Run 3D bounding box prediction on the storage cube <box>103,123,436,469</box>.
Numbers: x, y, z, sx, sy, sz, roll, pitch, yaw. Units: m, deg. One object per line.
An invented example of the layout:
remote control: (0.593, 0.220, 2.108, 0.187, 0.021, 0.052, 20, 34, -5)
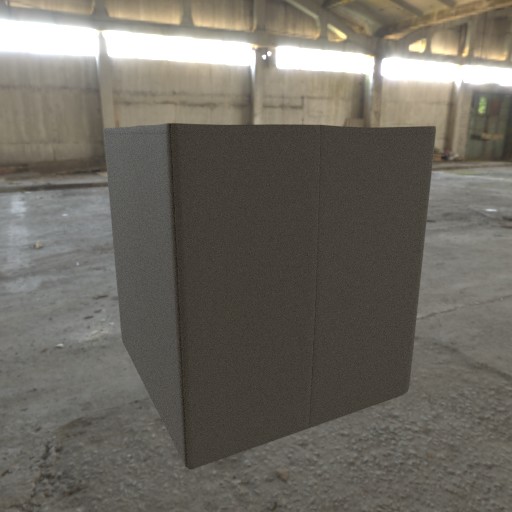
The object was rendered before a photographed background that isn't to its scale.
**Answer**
storage cube: (0.000, 0.000, 0.502, 0.270, 0.280, 0.270, -8, 17, -26)
